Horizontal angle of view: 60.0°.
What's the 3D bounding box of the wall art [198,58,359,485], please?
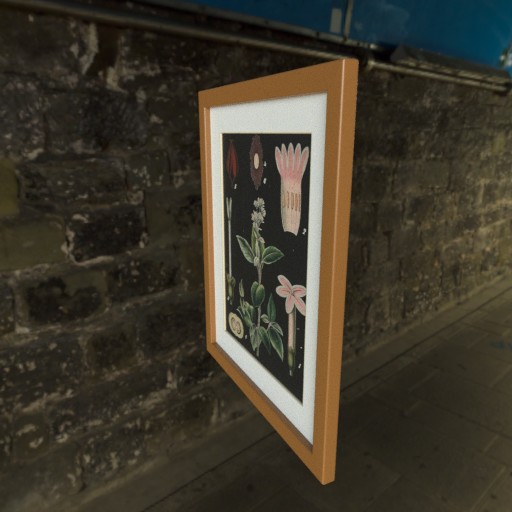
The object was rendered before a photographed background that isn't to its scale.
[{"bbox_3d":[0.000,0.000,0.740,0.021,0.550,0.449,-8,17,-26],"label":"wall art"}]
